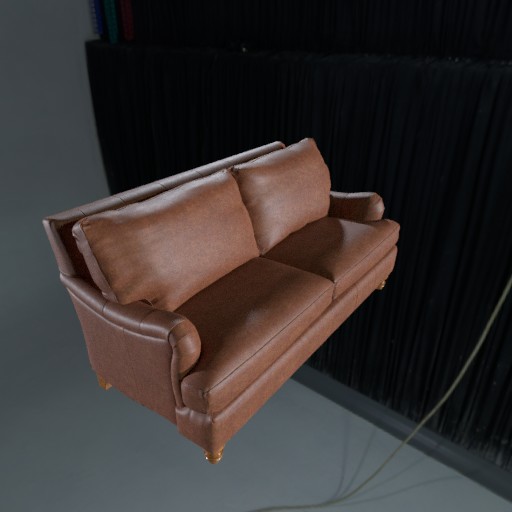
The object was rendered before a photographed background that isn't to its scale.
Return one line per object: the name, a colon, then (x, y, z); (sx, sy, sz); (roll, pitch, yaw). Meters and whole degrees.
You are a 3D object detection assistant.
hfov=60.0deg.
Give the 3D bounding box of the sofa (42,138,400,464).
sofa: (0.000, 0.000, 2.804); (1.147, 1.071, 2.144); (19, 33, 32)
